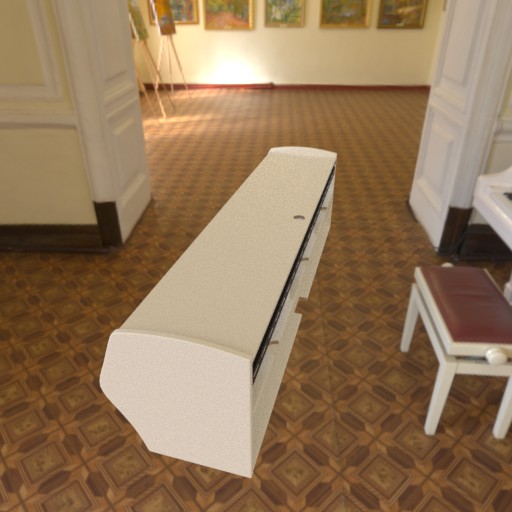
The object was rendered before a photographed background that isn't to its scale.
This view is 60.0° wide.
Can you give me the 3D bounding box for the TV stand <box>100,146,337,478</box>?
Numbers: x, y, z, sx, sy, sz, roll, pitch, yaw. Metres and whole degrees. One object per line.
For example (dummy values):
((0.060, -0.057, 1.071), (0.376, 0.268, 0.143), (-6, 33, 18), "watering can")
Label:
((0.000, 0.000, 1.683), (0.397, 0.424, 1.473), (8, 31, 14), "TV stand")
